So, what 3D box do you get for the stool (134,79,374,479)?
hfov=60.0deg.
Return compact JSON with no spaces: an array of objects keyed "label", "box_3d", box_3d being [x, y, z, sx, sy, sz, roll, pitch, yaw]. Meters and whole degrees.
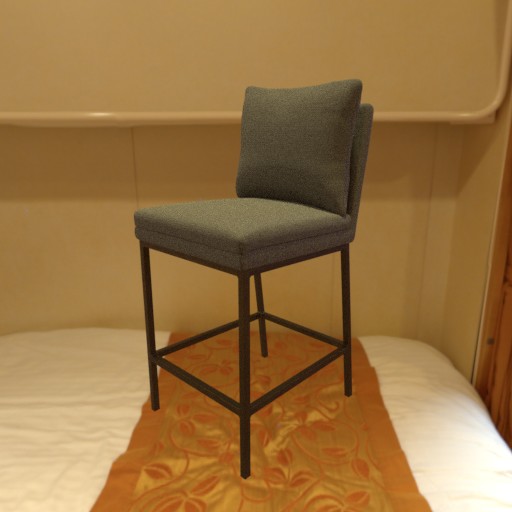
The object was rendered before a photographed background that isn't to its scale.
[{"label":"stool","box_3d":[0.000,0.000,1.364,0.463,1.031,0.569,15,21,42]}]
